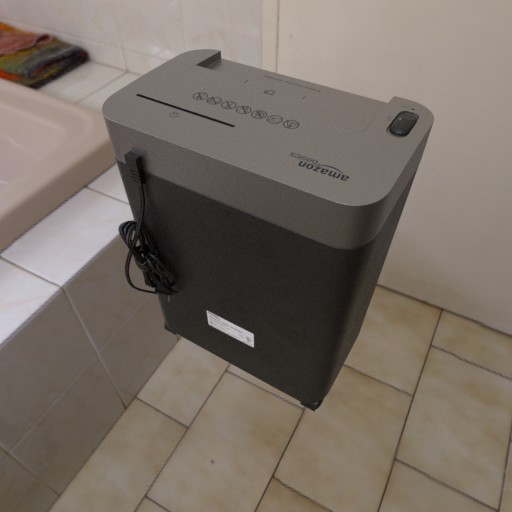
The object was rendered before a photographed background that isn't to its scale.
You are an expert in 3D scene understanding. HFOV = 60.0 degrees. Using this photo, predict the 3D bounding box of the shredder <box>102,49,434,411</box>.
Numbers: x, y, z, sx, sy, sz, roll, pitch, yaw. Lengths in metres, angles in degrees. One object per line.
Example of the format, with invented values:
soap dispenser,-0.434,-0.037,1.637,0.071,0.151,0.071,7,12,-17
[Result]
shredder,0.000,0.000,0.596,0.311,0.419,0.237,24,52,20
